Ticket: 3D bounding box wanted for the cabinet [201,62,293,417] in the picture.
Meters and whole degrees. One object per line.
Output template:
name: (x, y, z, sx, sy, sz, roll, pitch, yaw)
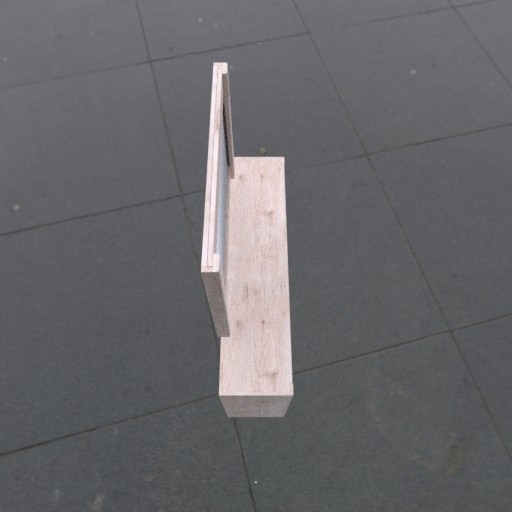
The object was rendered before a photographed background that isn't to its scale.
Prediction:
cabinet: (0.000, 0.000, 2.824, 0.420, 1.981, 1.700, 0, 63, 0)
